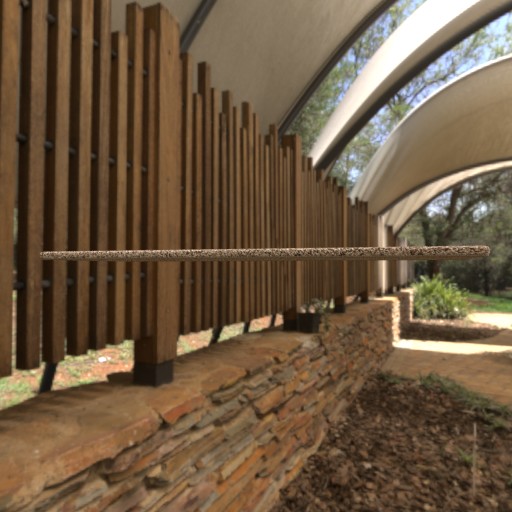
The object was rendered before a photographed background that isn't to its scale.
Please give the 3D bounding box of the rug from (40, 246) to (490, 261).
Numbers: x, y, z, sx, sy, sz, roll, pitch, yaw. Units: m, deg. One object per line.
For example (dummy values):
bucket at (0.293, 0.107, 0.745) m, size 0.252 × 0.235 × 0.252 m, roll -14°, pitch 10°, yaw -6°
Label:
rug at (0.000, 0.000, 1.709) m, size 1.524 × 0.030 × 0.609 m, roll 0°, pitch -2°, yaw 19°
